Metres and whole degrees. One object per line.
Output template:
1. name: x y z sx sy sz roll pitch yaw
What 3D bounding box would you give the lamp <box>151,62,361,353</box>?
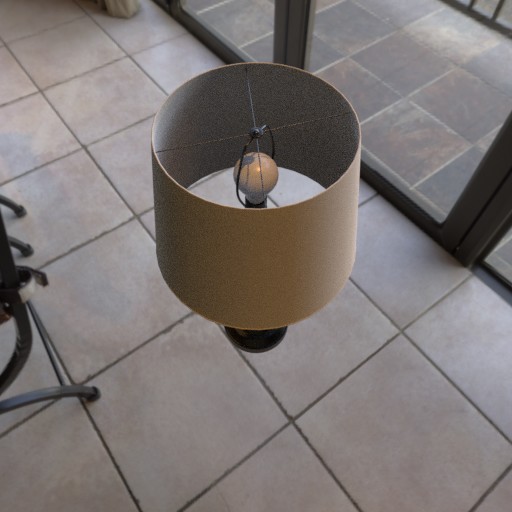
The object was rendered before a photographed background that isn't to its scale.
1. lamp: 0.000 0.000 0.788 0.331 0.594 0.331 0 58 0
